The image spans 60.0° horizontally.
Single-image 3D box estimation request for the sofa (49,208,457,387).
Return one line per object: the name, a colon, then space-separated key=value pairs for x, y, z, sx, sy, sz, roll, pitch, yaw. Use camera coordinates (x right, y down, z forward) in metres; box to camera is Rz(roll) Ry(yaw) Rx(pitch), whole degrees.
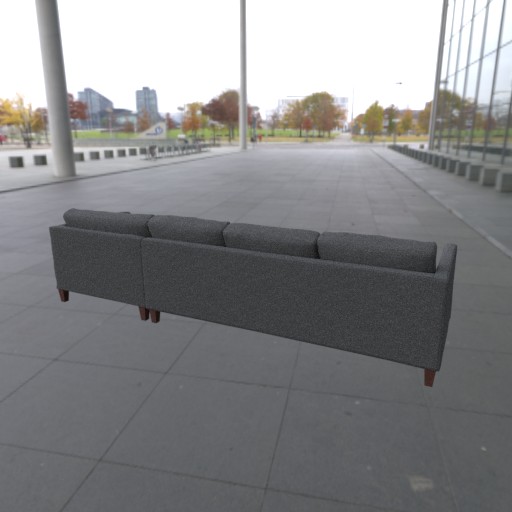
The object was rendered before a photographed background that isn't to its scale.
sofa: x=0.000 y=0.000 z=3.864 sx=3.186 sy=0.846 sz=1.625 roll=8 pitch=17 yaw=26
